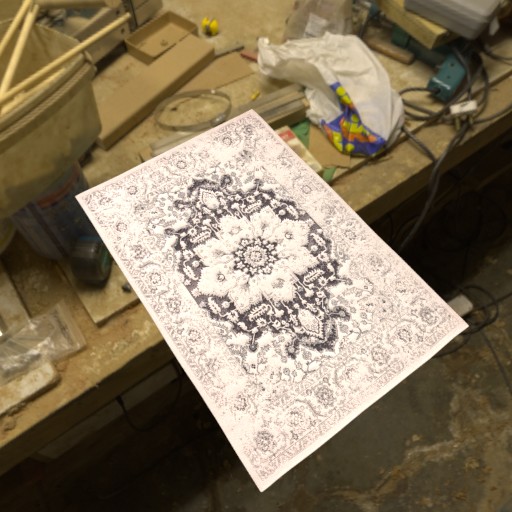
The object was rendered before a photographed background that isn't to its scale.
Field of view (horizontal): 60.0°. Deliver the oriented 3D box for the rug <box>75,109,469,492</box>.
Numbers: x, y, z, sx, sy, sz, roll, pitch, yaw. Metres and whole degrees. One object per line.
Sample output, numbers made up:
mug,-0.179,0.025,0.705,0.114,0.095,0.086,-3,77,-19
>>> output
rug,0.000,0.000,2.310,1.223,0.008,1.813,-32,65,-17
